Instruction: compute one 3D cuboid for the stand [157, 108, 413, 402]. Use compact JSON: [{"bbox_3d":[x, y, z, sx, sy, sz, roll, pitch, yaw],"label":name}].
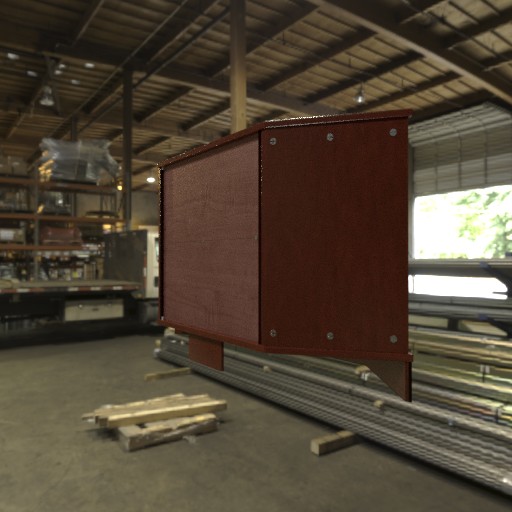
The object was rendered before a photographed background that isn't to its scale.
[{"bbox_3d":[0.000,0.000,1.347,0.381,0.614,1.072,0,0,-37],"label":"stand"}]
